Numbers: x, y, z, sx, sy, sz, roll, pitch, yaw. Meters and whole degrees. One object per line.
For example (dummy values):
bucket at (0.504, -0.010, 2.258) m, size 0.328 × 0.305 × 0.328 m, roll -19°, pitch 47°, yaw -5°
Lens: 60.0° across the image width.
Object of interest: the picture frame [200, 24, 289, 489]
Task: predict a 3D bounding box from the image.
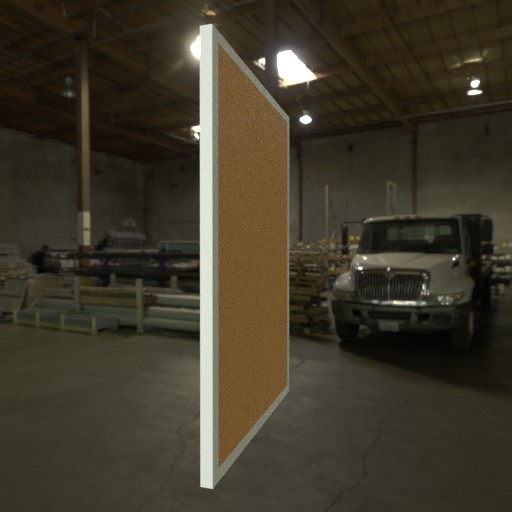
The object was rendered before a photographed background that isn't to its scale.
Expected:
picture frame at (0.000, 0.000, 0.561) m, size 0.013 × 0.434 × 0.305 m, roll 0°, pitch 1°, yaw 18°
